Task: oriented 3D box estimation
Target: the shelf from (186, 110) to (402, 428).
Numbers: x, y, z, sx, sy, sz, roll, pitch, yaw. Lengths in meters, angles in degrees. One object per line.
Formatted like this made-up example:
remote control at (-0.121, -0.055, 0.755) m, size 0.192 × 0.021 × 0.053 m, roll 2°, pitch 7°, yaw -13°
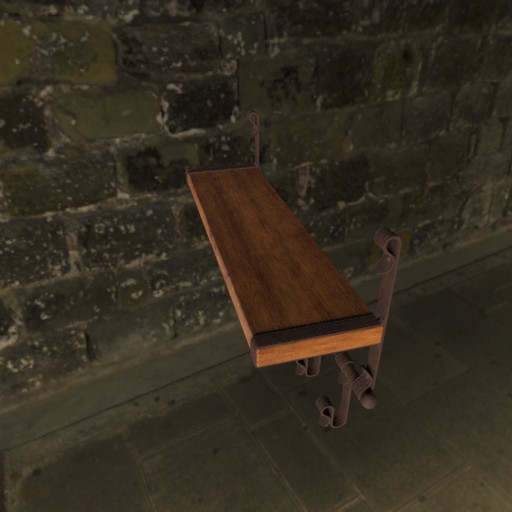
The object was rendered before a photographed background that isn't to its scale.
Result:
shelf at (0.000, 0.000, 0.707) m, size 0.146 × 0.330 × 0.567 m, roll -8°, pitch 32°, yaw -13°
